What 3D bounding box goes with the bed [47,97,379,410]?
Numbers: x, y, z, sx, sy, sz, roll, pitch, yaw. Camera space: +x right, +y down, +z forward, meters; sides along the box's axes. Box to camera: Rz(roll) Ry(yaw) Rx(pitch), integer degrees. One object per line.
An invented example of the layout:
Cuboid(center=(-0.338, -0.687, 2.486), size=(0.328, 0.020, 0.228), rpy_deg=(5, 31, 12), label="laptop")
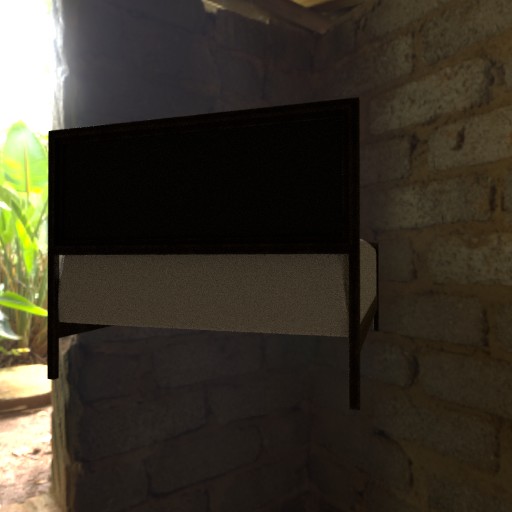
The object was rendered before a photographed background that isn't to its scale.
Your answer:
Cuboid(center=(0.000, 0.000, 3.154), size=(1.607, 1.313, 2.221), rpy_deg=(0, -1, 17), label="bed")
